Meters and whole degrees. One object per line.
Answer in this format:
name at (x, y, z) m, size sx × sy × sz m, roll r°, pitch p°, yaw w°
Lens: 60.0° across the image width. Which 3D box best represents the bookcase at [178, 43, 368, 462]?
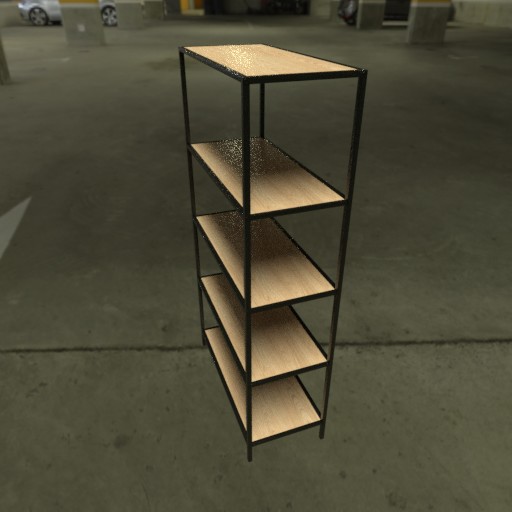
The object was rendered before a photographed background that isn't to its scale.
bookcase at (0.000, 0.000, 1.814) m, size 0.350 × 1.500 × 0.770 m, roll -11°, pitch 32°, yaw -17°
